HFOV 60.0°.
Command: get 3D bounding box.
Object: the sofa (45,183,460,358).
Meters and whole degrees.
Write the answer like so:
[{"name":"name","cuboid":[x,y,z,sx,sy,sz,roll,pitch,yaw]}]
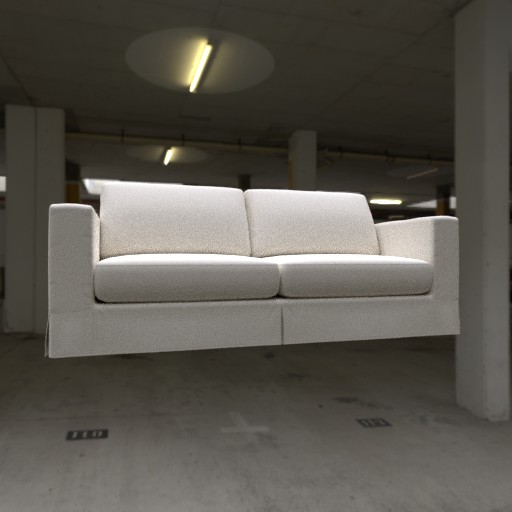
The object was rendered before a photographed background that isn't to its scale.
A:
[{"name":"sofa","cuboid":[0.000,0.000,2.645,2.163,0.881,0.954,0,0,-17]}]
